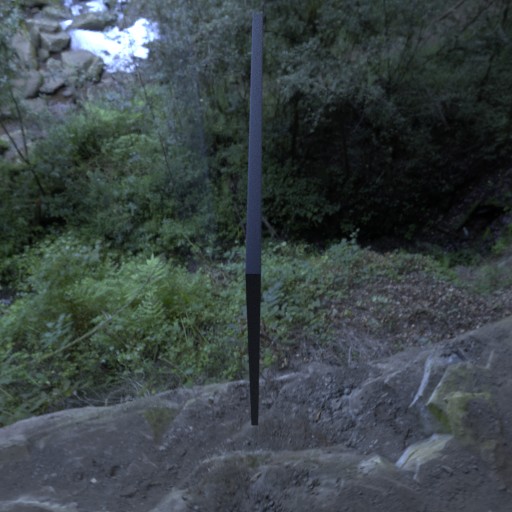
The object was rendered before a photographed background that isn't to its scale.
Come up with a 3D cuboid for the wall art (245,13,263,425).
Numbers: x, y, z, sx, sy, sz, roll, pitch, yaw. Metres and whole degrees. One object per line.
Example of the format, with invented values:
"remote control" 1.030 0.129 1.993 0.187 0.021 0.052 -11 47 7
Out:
"wall art" 0.000 0.000 0.677 0.013 0.534 0.381 1 57 0
